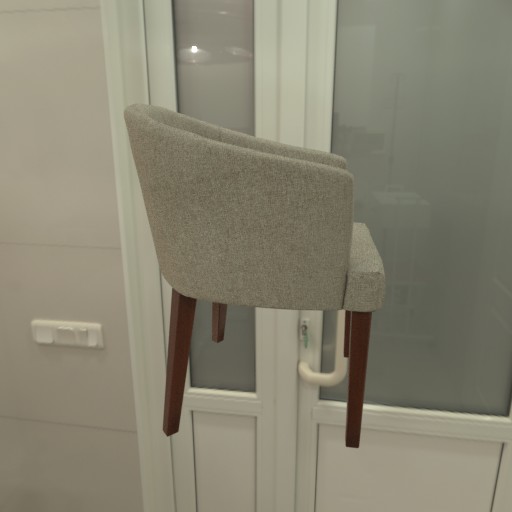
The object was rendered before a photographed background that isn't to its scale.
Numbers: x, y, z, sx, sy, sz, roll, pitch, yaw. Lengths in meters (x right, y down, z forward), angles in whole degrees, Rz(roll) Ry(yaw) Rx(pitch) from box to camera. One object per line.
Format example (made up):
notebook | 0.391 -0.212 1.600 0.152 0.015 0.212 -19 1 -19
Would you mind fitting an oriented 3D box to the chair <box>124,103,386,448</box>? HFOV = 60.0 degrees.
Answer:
chair | 0.000 0.000 1.244 0.655 0.811 0.583 3 16 9
